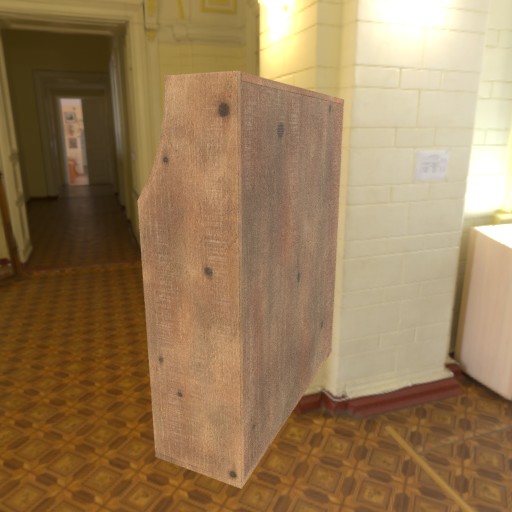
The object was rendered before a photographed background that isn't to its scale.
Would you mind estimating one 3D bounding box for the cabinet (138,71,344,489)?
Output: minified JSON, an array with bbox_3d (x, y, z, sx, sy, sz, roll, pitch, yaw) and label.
[{"bbox_3d":[0.000,0.000,0.845,0.184,0.590,0.489,7,17,24],"label":"cabinet"}]
